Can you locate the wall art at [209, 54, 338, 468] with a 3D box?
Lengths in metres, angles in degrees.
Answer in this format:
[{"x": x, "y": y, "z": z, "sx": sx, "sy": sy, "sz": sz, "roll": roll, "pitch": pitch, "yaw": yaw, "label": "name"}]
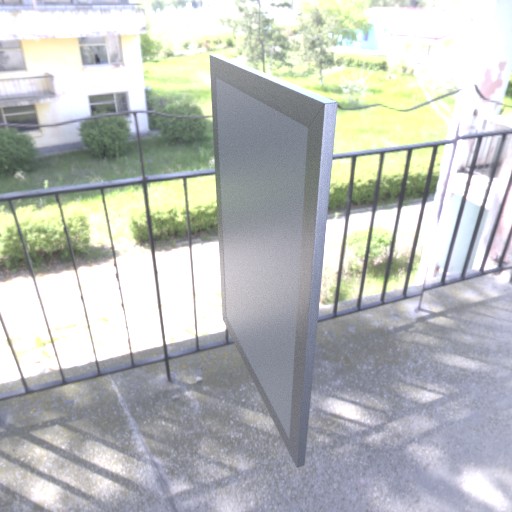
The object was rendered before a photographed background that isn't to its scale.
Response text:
[{"x": 0.000, "y": 0.000, "z": 0.681, "sx": 0.013, "sy": 0.529, "sz": 0.376, "roll": -11, "pitch": 33, "yaw": -18, "label": "wall art"}]
